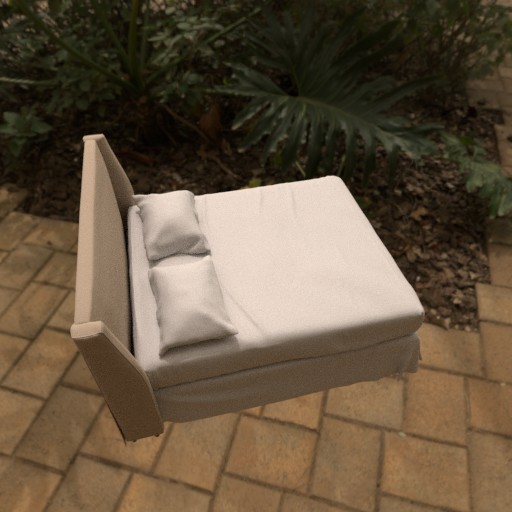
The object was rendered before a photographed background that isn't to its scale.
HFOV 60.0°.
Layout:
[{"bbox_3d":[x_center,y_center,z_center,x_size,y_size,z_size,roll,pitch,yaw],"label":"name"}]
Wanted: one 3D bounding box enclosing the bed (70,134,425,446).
[{"bbox_3d":[0.000,0.000,3.377,2.276,1.332,1.925,-10,46,-9],"label":"bed"}]
